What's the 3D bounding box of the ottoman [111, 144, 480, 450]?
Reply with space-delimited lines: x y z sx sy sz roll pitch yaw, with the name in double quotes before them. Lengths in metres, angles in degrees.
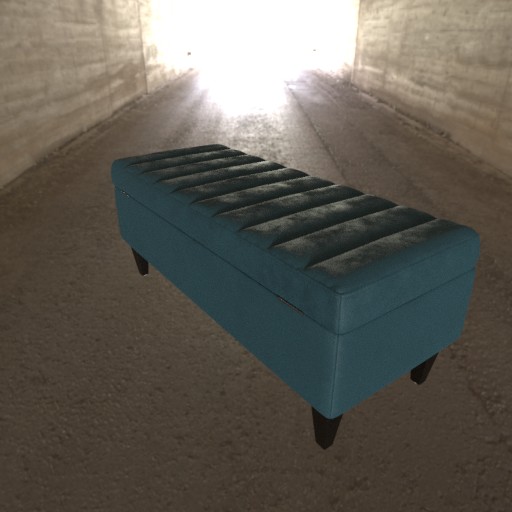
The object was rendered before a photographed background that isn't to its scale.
"ottoman" 0.000 0.000 1.395 0.482 0.469 1.151 -18 32 -32
